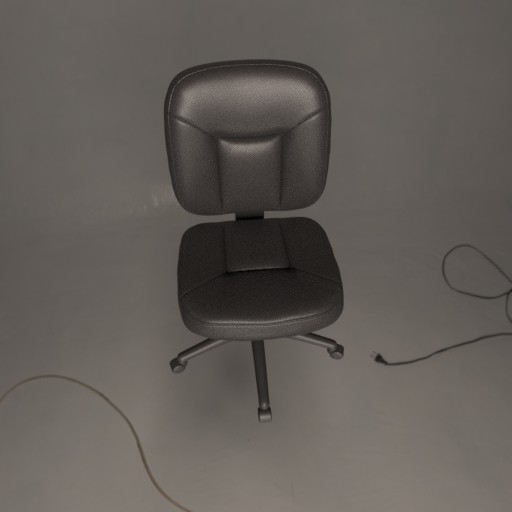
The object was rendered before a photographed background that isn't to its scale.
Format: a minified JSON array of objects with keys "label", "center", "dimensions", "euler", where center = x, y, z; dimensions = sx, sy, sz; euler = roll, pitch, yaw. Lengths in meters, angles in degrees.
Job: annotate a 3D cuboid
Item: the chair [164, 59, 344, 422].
[{"label":"chair","center":[0.000,0.000,1.362],"dimensions":[0.647,0.959,0.646],"euler":[-4,46,-4]}]
